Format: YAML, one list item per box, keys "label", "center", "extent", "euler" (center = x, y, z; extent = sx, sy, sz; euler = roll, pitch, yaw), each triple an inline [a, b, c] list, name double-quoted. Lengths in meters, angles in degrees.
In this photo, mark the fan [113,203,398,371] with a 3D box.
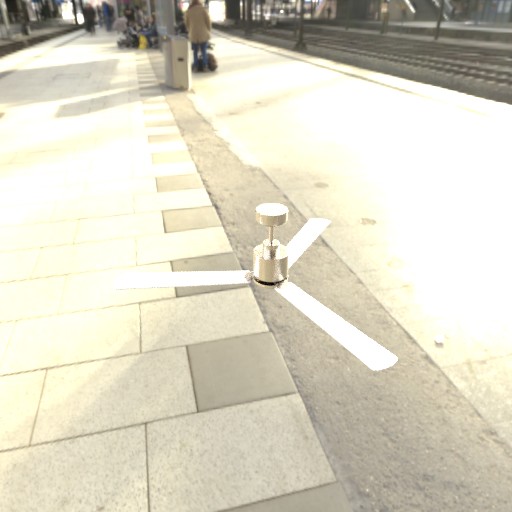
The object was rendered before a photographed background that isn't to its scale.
- label: "fan"
  center: [0.000, 0.000, 2.385]
  extent: [1.531, 0.446, 1.561]
  euler: [-8, 30, -14]
